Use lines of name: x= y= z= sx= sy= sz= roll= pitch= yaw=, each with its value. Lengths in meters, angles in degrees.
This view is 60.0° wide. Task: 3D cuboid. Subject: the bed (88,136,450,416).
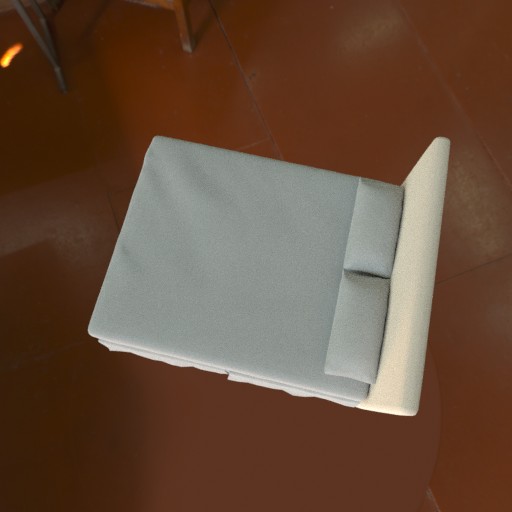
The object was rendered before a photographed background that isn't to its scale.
bed: x=0.000 y=0.000 z=3.205 sx=2.142 sy=1.330 sz=1.748 roll=13 pitch=73 yaw=4
